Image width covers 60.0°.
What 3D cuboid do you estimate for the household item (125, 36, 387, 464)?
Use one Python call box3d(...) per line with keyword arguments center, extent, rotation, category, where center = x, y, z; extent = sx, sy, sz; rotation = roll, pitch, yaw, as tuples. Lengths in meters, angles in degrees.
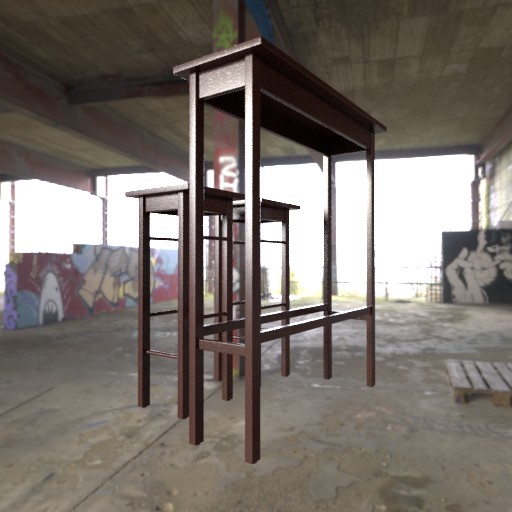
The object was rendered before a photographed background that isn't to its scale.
box3d(center=(0.000, 0.000, 1.646), extent=(0.676, 1.067, 0.914), rotation=(0, -1, 35), category="household item")
